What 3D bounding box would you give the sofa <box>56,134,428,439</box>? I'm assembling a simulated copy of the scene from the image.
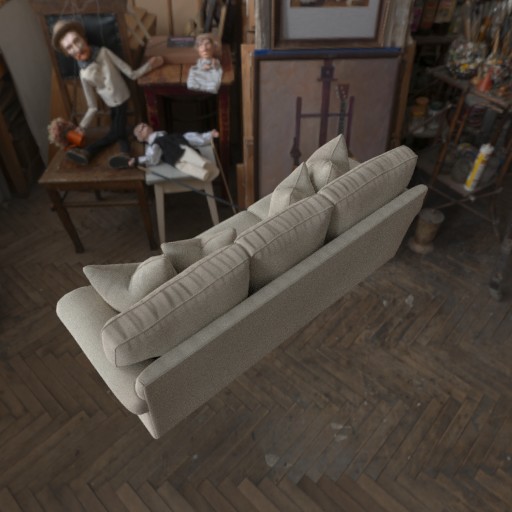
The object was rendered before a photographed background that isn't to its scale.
[{"bbox_3d":[0.000,0.000,2.829,2.312,0.975,0.965,-32,54,-27],"label":"sofa"}]
